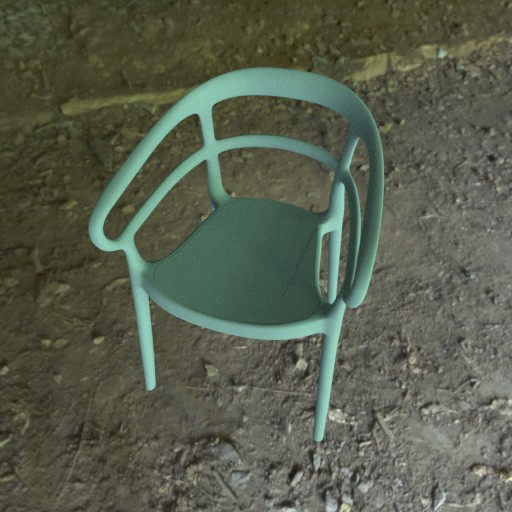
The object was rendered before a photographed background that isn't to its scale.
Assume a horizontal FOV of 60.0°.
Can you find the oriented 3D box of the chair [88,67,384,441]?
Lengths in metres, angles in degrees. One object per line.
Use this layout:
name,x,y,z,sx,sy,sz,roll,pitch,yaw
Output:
chair,0.000,0.000,1.138,0.559,0.761,0.527,12,45,13
